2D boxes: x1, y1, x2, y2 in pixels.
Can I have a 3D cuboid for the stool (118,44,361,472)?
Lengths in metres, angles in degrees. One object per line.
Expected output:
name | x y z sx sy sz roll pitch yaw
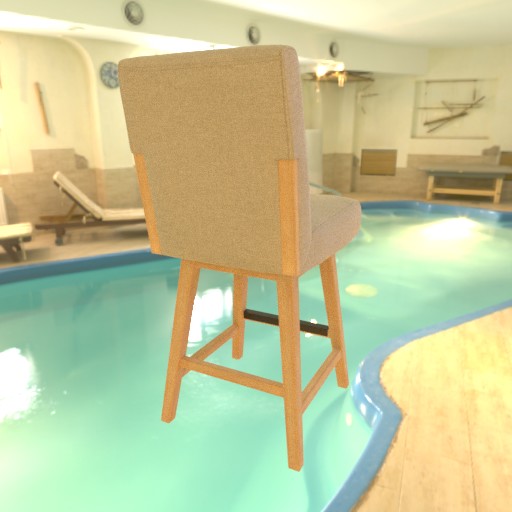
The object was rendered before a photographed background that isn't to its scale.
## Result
stool | 0.000 0.000 1.357 0.507 1.085 0.606 8 18 26
